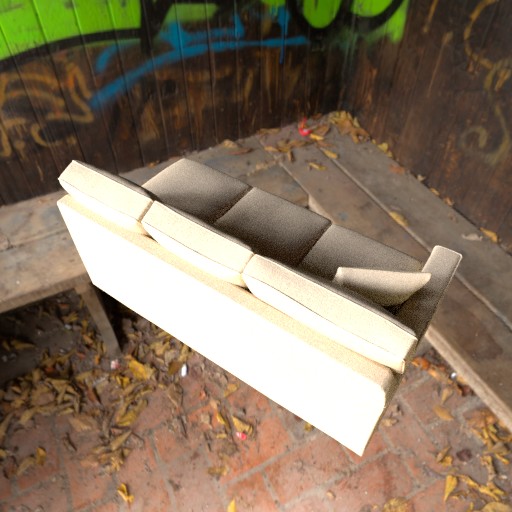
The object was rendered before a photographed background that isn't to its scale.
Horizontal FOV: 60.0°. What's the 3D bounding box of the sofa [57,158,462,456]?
[{"bbox_3d":[0.000,0.000,2.529,1.962,0.946,1.034,27,53,22],"label":"sofa"}]
